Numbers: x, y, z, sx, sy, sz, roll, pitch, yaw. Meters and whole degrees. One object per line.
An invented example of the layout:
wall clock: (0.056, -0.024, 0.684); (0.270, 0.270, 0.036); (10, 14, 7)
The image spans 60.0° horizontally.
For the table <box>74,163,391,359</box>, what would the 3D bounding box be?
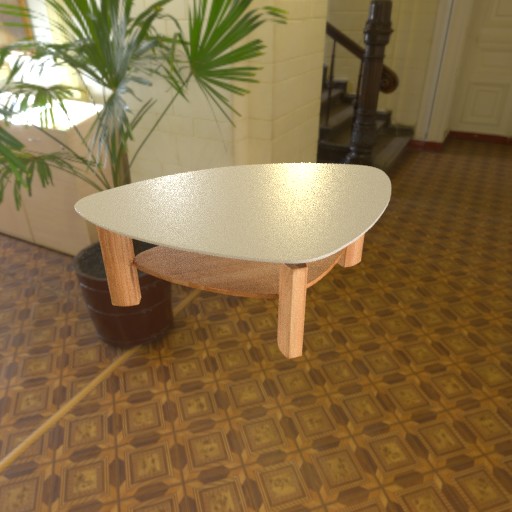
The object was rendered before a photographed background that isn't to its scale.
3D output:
table: (0.000, 0.000, 1.713); (1.250, 0.440, 0.850); (-9, 31, -15)
